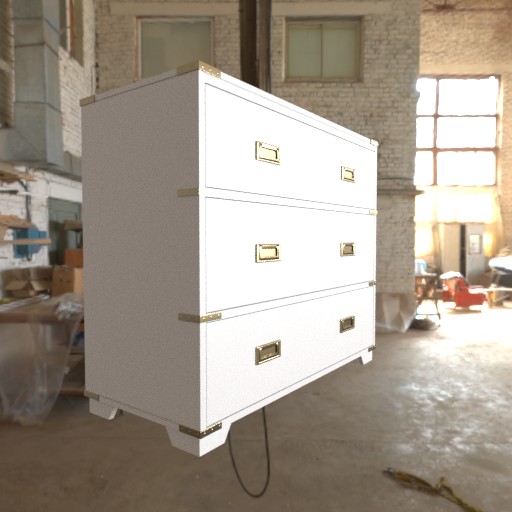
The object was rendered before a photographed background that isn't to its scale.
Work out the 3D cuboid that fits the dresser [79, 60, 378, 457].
[{"bbox_3d":[0.000,0.000,1.520,0.460,0.891,1.022,2,3,37],"label":"dresser"}]
